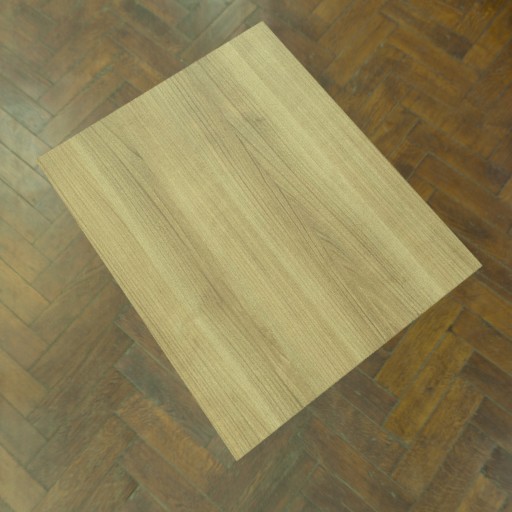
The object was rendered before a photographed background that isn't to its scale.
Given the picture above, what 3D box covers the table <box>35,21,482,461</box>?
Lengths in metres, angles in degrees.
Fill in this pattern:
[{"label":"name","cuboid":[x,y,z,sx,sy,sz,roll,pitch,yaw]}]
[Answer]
[{"label":"table","cuboid":[0.000,0.000,0.776,0.380,0.460,0.445,-35,78,-9]}]
